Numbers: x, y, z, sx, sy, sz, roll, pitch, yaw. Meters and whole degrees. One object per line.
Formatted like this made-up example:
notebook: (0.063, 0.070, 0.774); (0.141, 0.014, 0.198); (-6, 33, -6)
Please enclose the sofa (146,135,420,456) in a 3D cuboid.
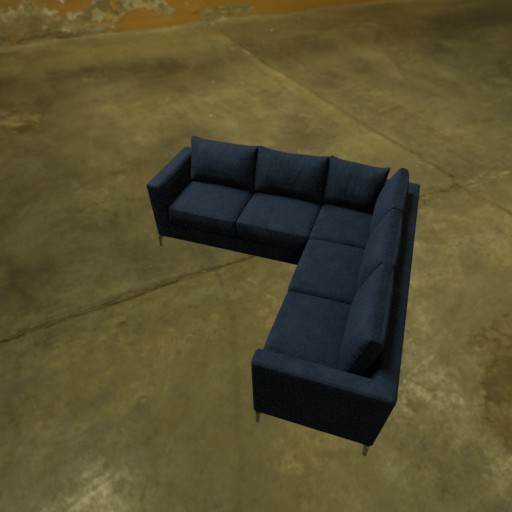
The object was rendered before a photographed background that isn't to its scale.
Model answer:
sofa: (0.000, 0.000, 3.792); (2.472, 0.988, 2.463); (12, 41, 14)
